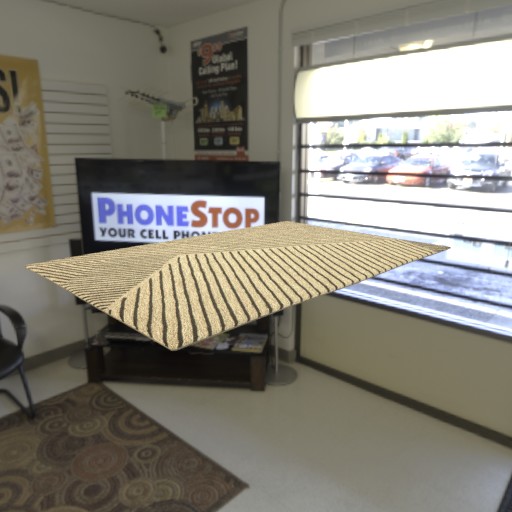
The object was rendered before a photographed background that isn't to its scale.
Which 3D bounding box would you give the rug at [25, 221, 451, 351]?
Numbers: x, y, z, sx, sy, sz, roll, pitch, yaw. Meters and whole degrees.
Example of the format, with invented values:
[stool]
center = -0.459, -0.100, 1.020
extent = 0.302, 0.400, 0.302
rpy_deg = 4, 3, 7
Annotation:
[rug]
center = 0.000, 0.000, 2.273
extent = 1.842, 0.019, 1.237
rpy_deg = -13, 19, -43
